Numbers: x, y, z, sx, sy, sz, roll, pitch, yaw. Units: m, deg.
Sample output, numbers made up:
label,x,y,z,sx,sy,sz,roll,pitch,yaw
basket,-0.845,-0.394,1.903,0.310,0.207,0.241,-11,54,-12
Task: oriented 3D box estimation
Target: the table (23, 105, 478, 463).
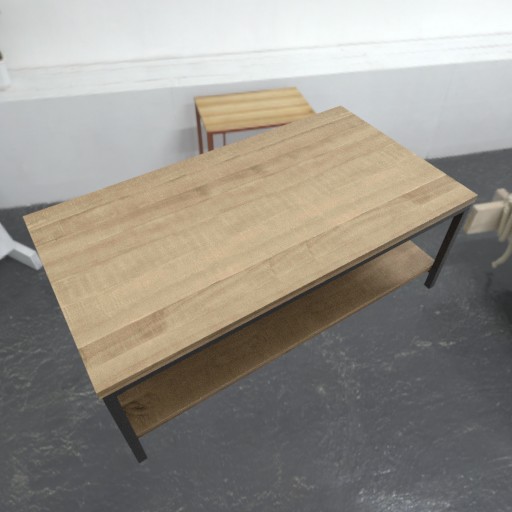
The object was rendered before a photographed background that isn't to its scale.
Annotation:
label,x,y,z,sx,sy,sz,roll,pitch,yaw
table,0.000,0.000,1.316,1.062,0.393,0.574,-25,52,-21
